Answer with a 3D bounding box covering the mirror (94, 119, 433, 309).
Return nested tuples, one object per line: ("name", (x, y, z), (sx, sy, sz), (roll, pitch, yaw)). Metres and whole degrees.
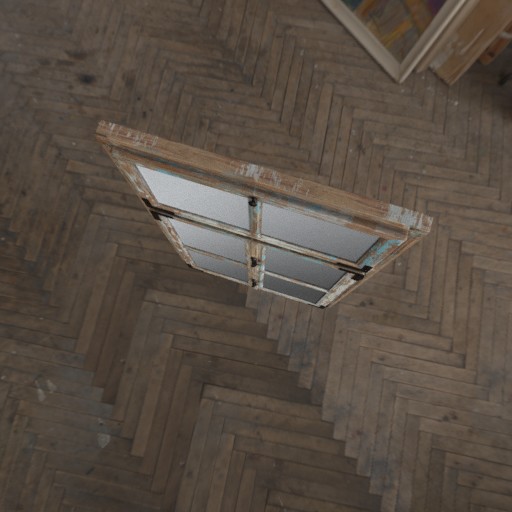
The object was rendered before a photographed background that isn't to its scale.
("mirror", (0.000, 0.000, 1.479), (0.707, 1.213, 0.083), (17, 77, 4))
